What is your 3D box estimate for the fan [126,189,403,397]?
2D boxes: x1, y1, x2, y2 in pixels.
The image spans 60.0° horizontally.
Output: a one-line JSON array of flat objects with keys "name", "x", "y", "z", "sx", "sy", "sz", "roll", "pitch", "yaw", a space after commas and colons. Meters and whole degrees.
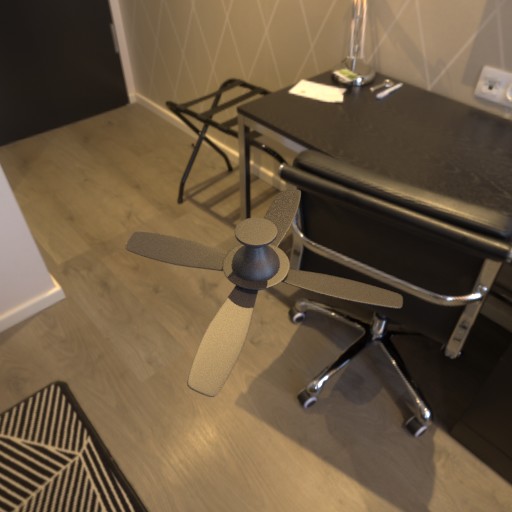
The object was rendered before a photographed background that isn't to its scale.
[{"name": "fan", "x": 0.000, "y": 0.000, "z": 2.553, "sx": 1.694, "sy": 0.382, "sz": 1.694, "roll": 12, "pitch": 45, "yaw": 13}]
